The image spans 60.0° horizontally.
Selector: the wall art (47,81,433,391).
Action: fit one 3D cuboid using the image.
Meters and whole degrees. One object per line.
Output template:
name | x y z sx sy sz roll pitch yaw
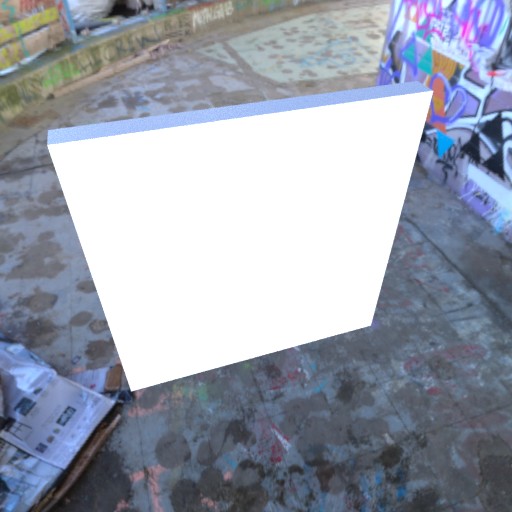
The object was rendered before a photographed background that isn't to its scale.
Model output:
wall art | 0.000 0.000 0.517 0.355 0.355 0.027 -12 43 -14
